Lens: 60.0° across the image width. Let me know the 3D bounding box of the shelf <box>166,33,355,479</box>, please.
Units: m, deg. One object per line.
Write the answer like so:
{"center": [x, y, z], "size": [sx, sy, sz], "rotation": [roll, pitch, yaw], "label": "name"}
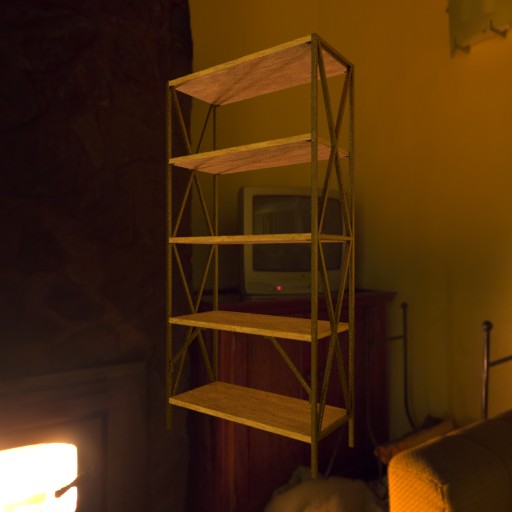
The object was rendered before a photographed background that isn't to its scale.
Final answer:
{"center": [0.000, 0.000, 2.203], "size": [0.874, 1.803, 0.386], "rotation": [0, 0, 36], "label": "shelf"}
